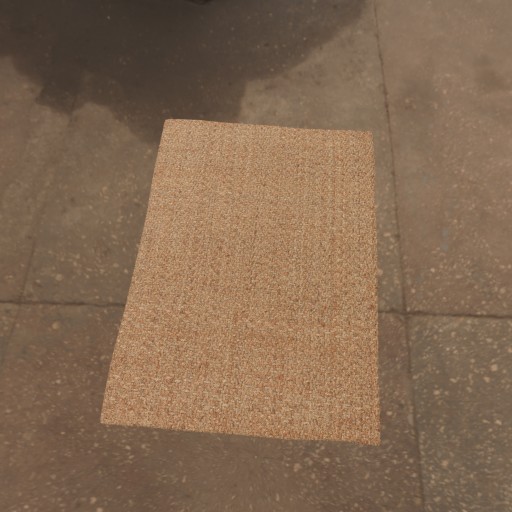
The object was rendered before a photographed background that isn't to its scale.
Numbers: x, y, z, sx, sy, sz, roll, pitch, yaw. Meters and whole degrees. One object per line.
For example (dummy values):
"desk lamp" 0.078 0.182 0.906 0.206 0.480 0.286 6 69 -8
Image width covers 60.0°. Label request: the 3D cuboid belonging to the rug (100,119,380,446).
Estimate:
"rug" 0.000 0.000 2.836 1.566 0.013 2.141 4 66 2
